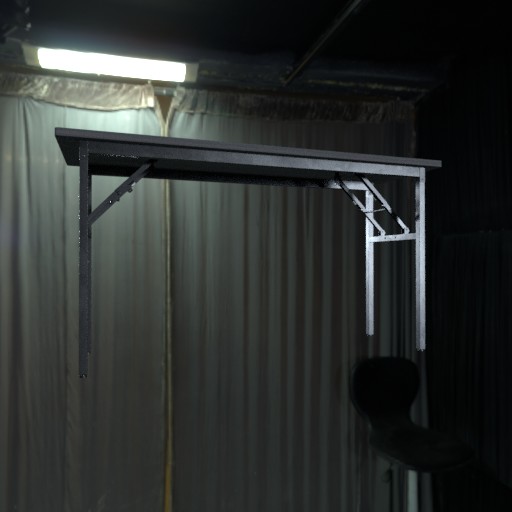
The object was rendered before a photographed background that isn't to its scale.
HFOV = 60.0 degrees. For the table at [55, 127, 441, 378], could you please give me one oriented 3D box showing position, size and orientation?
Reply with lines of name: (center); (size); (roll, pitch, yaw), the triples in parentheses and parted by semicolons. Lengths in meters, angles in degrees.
table: (0.000, 0.000, 1.732); (1.399, 0.750, 0.449); (0, -1, -19)
